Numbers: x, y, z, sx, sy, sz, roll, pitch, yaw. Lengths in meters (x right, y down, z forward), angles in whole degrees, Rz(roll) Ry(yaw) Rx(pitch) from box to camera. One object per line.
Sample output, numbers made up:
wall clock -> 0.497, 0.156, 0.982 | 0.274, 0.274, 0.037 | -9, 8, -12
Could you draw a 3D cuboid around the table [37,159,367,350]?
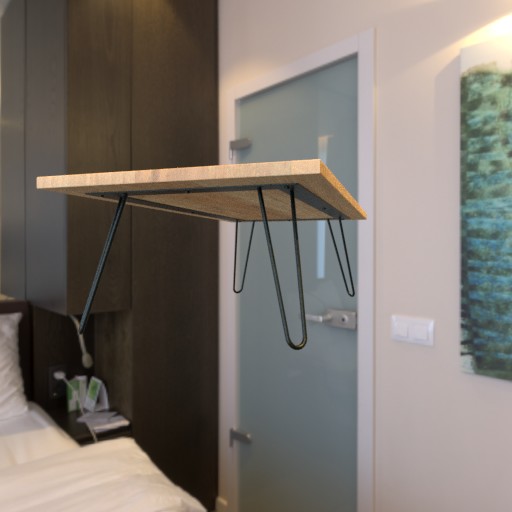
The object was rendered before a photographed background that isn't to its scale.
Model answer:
table -> 0.000, 0.000, 1.624 | 0.699, 0.400, 1.348 | 0, 1, 18
